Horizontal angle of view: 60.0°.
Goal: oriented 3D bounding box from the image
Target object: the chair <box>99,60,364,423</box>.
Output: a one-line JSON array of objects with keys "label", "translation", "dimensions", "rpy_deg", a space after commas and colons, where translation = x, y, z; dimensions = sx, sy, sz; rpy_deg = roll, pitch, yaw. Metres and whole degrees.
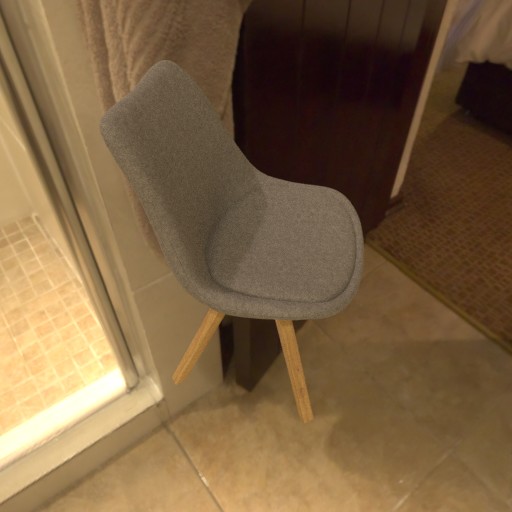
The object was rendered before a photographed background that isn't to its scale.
[{"label": "chair", "translation": [0.000, 0.000, 1.170], "dimensions": [0.550, 0.865, 0.483], "rpy_deg": [11, 47, 11]}]
